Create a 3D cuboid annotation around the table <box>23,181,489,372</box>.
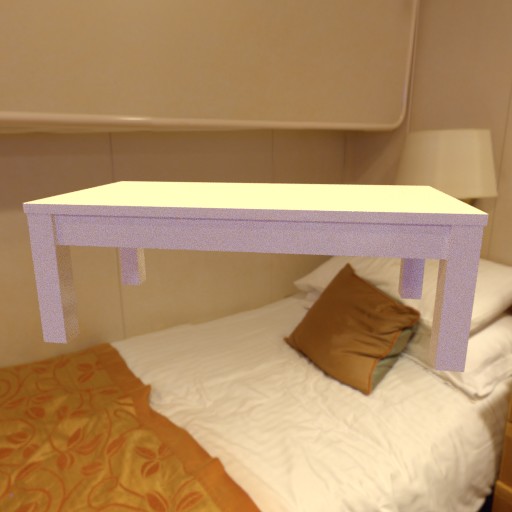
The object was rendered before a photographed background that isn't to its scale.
[{"bbox_3d":[0.000,0.000,1.664,1.350,0.470,0.700,2,15,8],"label":"table"}]
